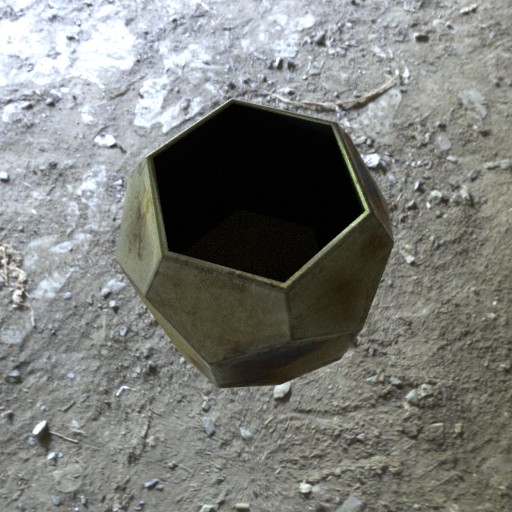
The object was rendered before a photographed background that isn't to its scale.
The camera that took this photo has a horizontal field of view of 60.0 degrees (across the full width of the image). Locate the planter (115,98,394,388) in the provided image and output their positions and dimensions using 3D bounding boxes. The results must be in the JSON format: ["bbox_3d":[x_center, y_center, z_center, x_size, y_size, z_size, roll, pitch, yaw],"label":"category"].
[{"bbox_3d":[0.000,0.000,0.430,0.221,0.238,0.243,15,65,7],"label":"planter"}]
